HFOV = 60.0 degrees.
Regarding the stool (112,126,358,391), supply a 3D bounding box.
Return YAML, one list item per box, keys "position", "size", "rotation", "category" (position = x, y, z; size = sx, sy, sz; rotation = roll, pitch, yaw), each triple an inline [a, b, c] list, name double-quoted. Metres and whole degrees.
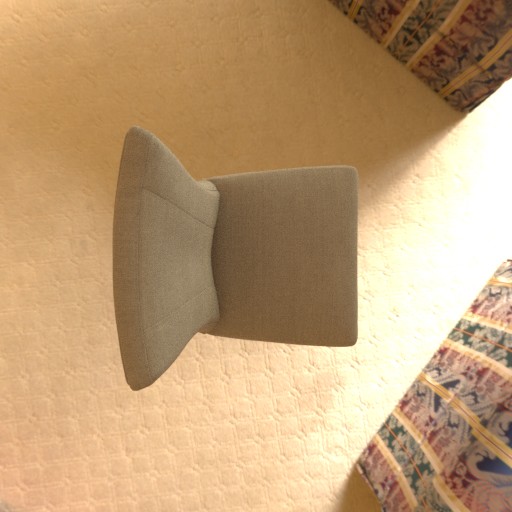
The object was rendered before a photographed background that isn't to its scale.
- position: [0.000, 0.000, 1.373]
  size: [0.574, 1.086, 0.514]
  rotation: [0, 91, -1]
  category: "stool"
